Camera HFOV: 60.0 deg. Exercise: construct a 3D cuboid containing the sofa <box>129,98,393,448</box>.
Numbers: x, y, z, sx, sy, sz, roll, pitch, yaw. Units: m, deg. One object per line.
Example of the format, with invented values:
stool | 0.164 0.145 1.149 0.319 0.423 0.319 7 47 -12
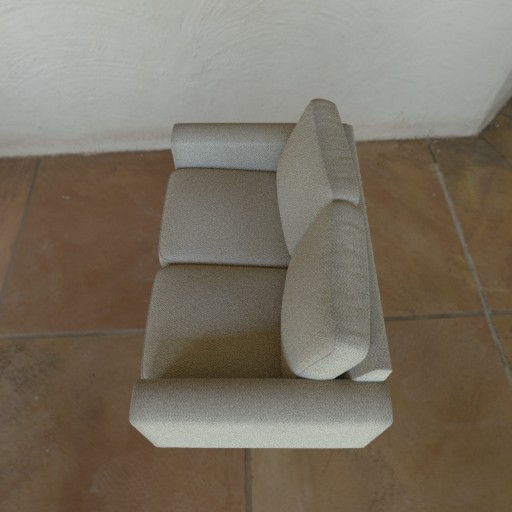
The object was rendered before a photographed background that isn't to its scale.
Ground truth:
sofa | 0.000 0.000 2.153 1.016 0.873 1.616 0 58 0
